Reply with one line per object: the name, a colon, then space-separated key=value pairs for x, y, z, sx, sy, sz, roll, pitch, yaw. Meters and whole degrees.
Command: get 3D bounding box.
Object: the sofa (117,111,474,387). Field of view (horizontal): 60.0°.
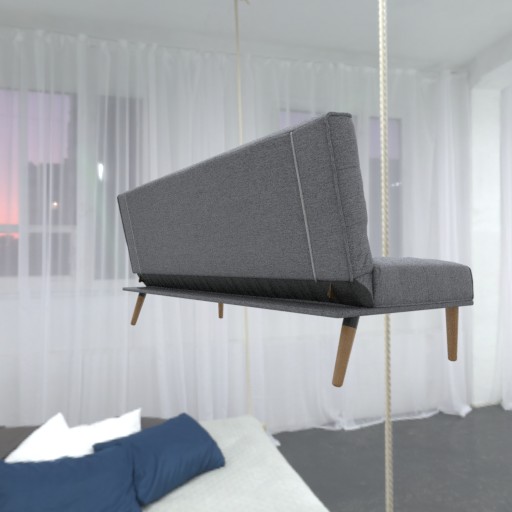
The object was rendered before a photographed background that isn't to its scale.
sofa: x=0.000 y=0.000 z=2.220 sx=0.810 sy=0.830 sz=1.820 roll=1 pitch=-2 yaw=-36
